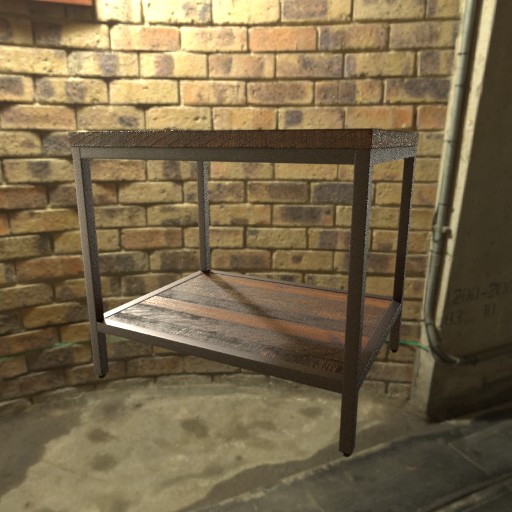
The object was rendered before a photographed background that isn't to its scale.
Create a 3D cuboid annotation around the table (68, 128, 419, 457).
[{"bbox_3d":[0.000,0.000,1.143,0.678,0.612,0.524,7,16,26],"label":"table"}]
